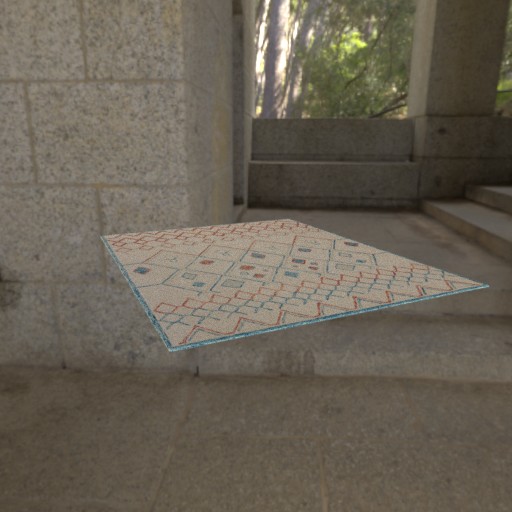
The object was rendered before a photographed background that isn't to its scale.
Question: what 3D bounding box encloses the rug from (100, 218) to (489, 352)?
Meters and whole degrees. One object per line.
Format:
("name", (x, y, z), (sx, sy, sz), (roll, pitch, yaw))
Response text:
("rug", (0.000, 0.000, 4.152), (2.441, 0.016, 3.050), (-7, 17, -24))
